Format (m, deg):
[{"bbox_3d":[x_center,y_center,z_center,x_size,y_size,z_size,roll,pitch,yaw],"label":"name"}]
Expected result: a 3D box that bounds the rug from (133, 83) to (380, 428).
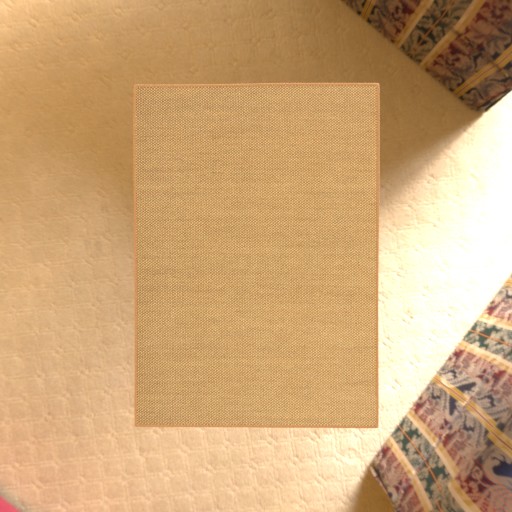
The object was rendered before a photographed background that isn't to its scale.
[{"bbox_3d":[0.000,0.000,2.747,1.524,0.013,2.134,0,90,1],"label":"rug"}]
